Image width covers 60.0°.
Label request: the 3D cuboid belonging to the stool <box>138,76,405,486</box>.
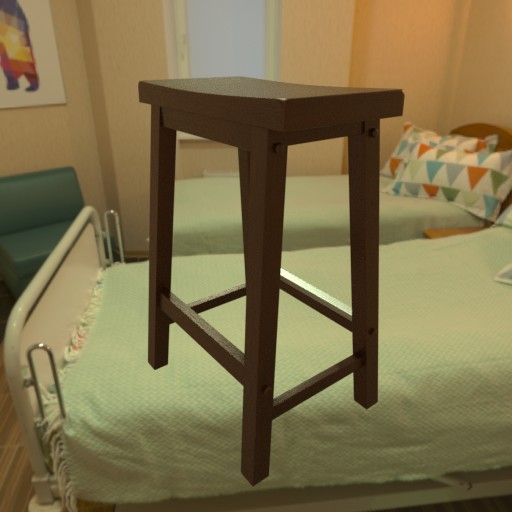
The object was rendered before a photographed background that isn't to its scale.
[{"bbox_3d":[0.000,0.000,0.842,0.322,0.610,0.406,-18,30,-33],"label":"stool"}]
